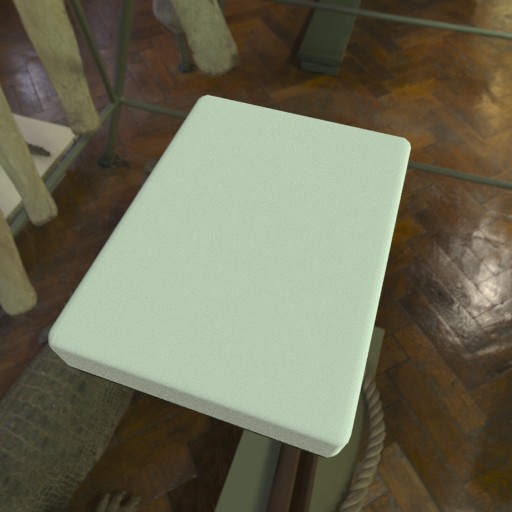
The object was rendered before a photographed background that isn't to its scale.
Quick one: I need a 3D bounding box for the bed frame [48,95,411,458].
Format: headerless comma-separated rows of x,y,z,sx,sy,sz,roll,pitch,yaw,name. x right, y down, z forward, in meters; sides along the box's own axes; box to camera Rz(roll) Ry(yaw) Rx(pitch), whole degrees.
0.000,0.000,2.819,1.528,0.677,2.037,16,58,10,bed frame
